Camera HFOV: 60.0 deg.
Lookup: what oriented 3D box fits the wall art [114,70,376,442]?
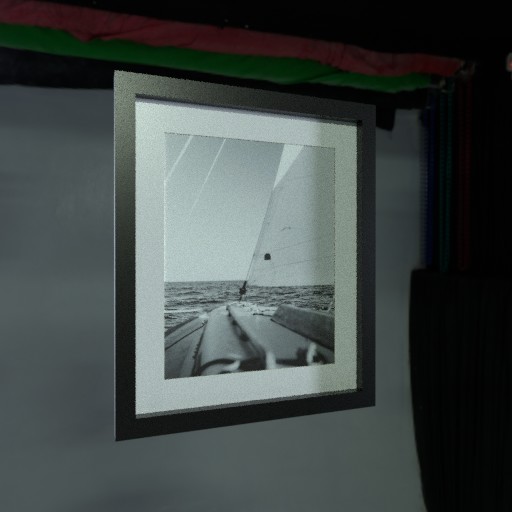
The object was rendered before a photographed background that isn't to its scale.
[{"bbox_3d":[0.000,0.000,0.758,0.461,0.558,0.031,0,0,-20],"label":"wall art"}]
